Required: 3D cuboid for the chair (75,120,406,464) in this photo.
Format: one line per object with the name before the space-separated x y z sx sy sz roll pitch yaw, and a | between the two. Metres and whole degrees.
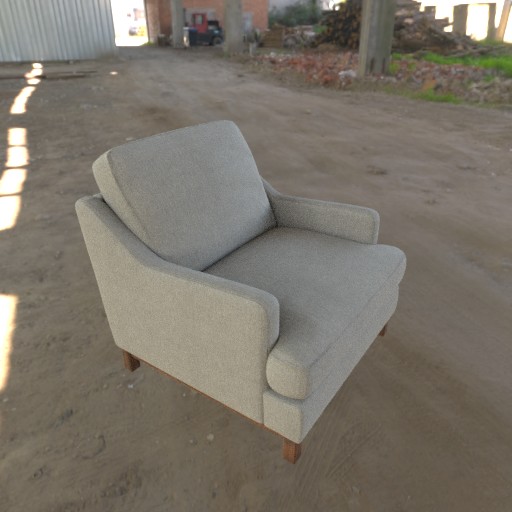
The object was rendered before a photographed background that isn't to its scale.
chair | 0.000 0.000 1.605 0.892 0.821 0.826 17 32 30
